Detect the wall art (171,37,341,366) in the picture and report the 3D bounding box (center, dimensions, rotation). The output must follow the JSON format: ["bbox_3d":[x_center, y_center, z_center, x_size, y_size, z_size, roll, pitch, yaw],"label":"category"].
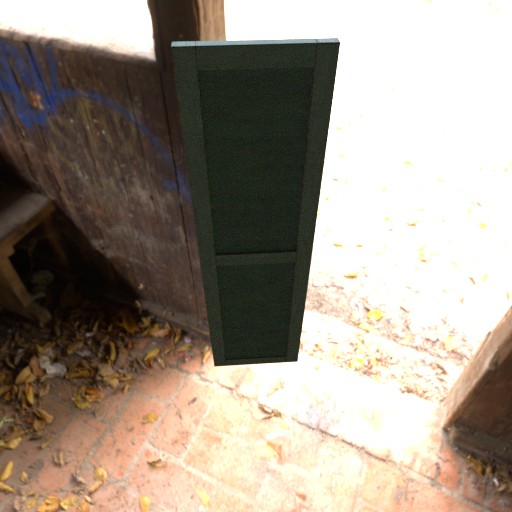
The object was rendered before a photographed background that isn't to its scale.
[{"bbox_3d":[0.000,0.000,1.309,0.329,1.219,0.025,-3,47,-3],"label":"wall art"}]
